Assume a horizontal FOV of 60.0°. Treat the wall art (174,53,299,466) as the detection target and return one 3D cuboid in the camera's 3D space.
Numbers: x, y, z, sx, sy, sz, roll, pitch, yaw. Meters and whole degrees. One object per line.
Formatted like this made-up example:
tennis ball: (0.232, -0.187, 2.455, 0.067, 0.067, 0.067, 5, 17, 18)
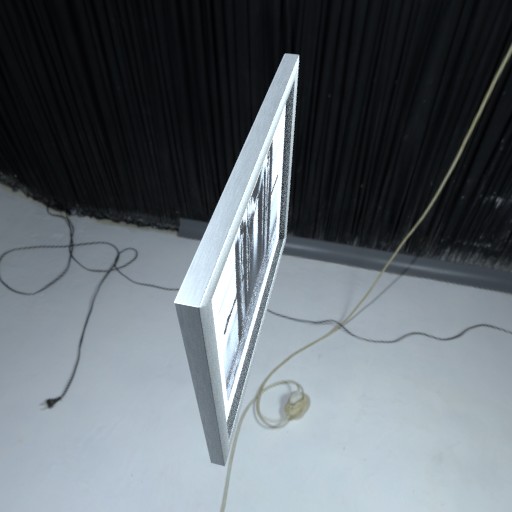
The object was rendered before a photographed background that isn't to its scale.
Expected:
wall art: (0.000, 0.000, 0.763, 0.028, 0.457, 0.556, 10, 48, 9)
